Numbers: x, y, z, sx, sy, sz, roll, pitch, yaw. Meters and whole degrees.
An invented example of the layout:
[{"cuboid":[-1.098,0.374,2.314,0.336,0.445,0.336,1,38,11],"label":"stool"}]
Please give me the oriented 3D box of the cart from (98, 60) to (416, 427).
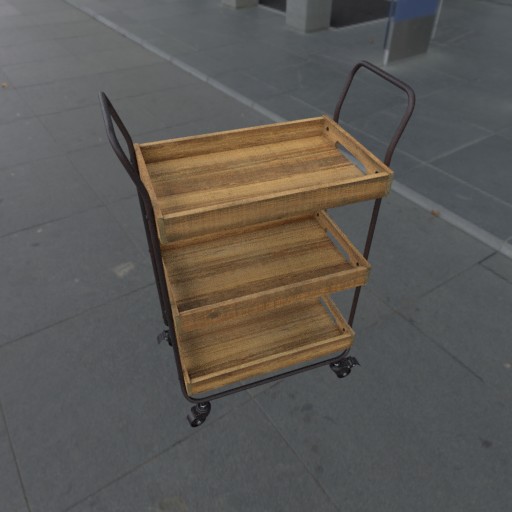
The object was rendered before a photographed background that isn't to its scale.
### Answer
[{"cuboid":[0.000,0.000,1.136,0.583,0.857,0.339,-13,42,-15],"label":"cart"}]
